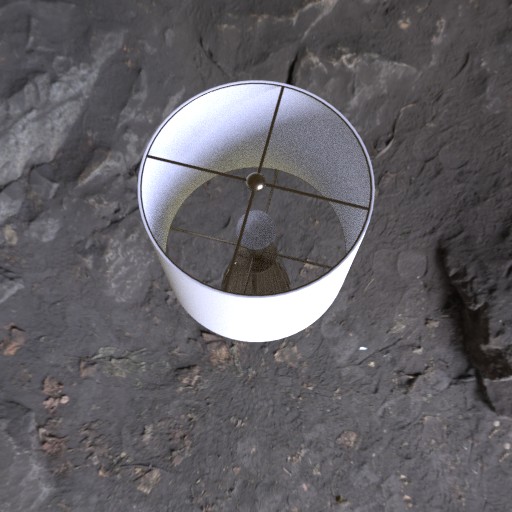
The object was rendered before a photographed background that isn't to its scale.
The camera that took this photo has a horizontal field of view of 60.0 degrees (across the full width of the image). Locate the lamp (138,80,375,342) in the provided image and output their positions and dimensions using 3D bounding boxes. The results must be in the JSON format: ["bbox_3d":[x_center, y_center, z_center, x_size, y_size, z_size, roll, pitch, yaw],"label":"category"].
[{"bbox_3d":[0.000,0.000,0.776,0.303,0.618,0.303,0,74,0],"label":"lamp"}]
